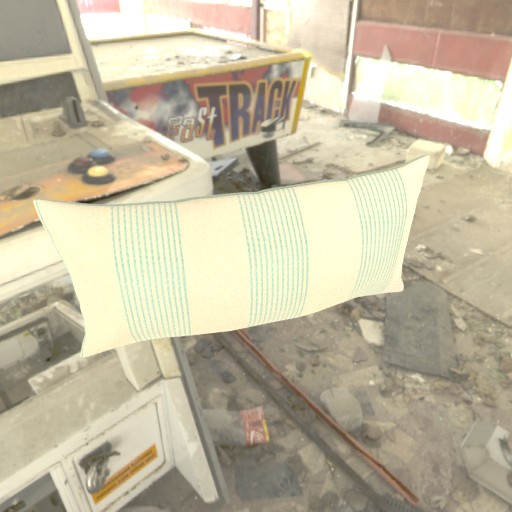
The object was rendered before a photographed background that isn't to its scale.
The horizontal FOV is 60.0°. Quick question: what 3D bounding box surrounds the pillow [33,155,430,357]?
[{"bbox_3d":[0.000,0.000,0.731,0.610,0.287,0.151,-9,34,-14],"label":"pillow"}]
